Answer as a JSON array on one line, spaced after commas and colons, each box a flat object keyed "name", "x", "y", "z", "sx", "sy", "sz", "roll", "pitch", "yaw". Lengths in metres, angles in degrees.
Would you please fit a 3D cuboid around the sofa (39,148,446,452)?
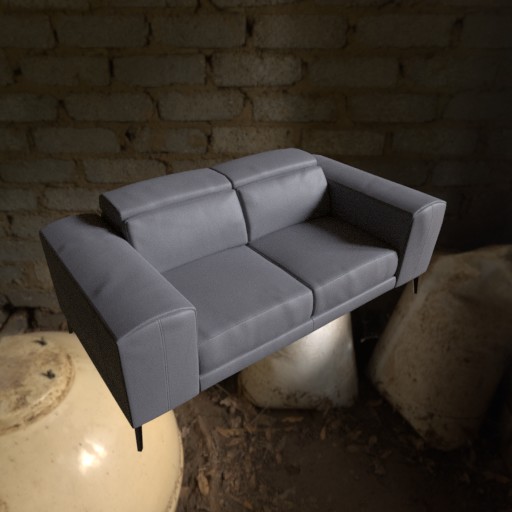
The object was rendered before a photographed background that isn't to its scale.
[{"name": "sofa", "x": 0.000, "y": 0.000, "z": 2.375, "sx": 1.895, "sy": 0.779, "sz": 1.003, "roll": -21, "pitch": 37, "yaw": -31}]
